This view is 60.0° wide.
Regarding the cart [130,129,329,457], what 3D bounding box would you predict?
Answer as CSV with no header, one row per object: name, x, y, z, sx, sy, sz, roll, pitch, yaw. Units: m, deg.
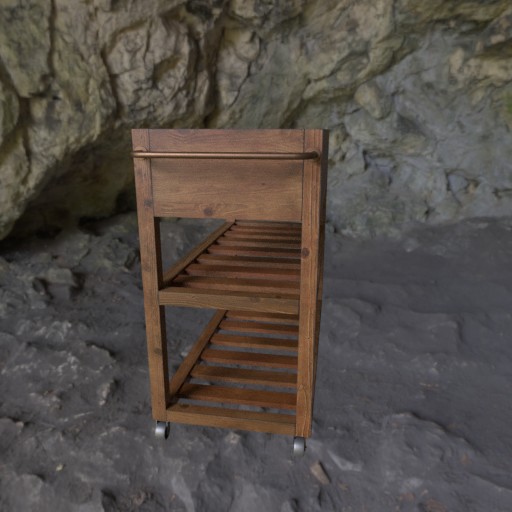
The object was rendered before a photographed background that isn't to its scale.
cart,0.000,0.000,1.512,0.445,0.830,1.065,3,16,9
